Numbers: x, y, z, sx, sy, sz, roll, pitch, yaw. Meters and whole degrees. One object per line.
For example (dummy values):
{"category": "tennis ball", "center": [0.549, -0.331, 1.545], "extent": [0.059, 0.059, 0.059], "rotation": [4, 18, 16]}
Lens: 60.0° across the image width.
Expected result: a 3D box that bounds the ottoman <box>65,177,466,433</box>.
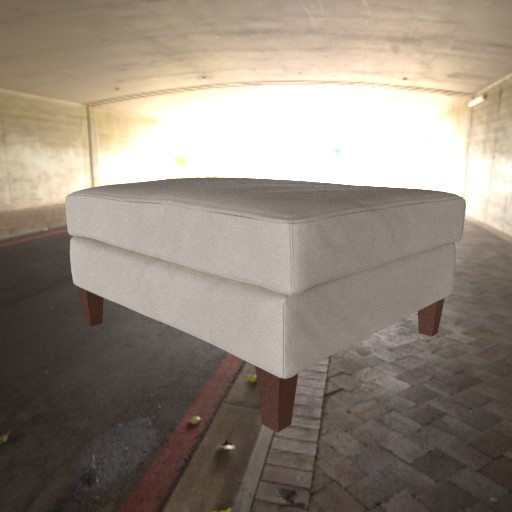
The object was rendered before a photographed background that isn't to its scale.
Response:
{"category": "ottoman", "center": [0.000, 0.000, 1.427], "extent": [1.002, 0.492, 0.836], "rotation": [12, 17, 44]}
